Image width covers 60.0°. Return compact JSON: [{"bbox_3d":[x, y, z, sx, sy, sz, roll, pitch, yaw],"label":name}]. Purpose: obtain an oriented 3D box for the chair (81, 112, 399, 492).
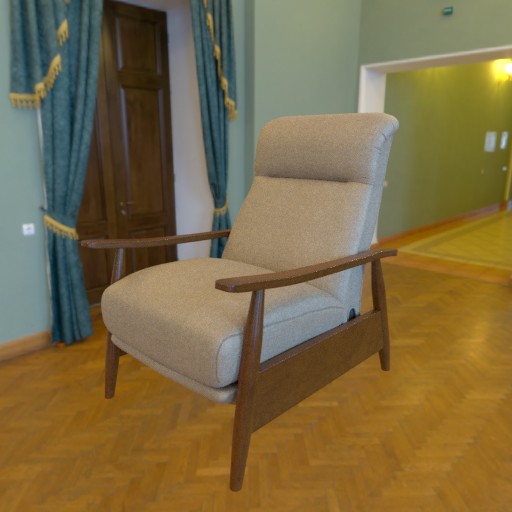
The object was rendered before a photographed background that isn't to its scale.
[{"bbox_3d":[0.000,0.000,1.715,0.762,1.082,1.030,13,19,41],"label":"chair"}]
